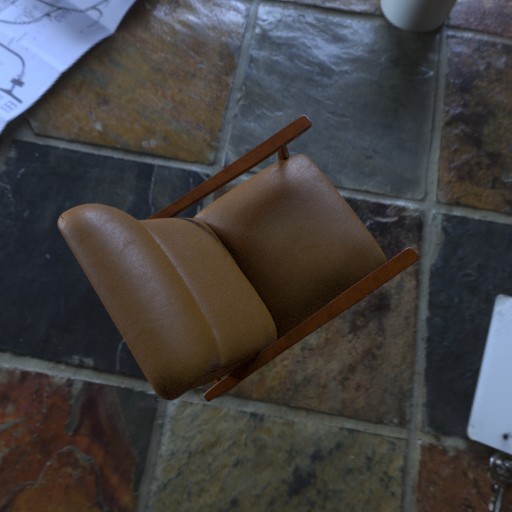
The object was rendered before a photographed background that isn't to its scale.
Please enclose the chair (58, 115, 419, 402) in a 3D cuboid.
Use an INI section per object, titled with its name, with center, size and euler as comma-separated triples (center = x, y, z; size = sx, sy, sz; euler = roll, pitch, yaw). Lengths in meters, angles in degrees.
[chair]
center = 0.000, 0.000, 1.791
size = 1.014, 1.082, 0.762
euler = -33, 77, -8
